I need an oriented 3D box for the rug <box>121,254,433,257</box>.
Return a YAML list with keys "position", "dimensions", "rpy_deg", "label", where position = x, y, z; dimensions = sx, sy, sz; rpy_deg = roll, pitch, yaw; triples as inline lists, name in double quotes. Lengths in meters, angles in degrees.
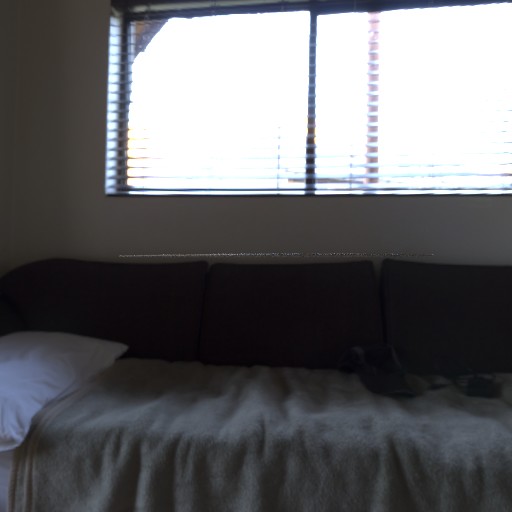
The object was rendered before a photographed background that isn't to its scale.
- position: [0.000, 0.000, 3.095]
  dimensions: [1.520, 0.006, 2.432]
  rpy_deg: [0, 0, -36]
  label: "rug"
